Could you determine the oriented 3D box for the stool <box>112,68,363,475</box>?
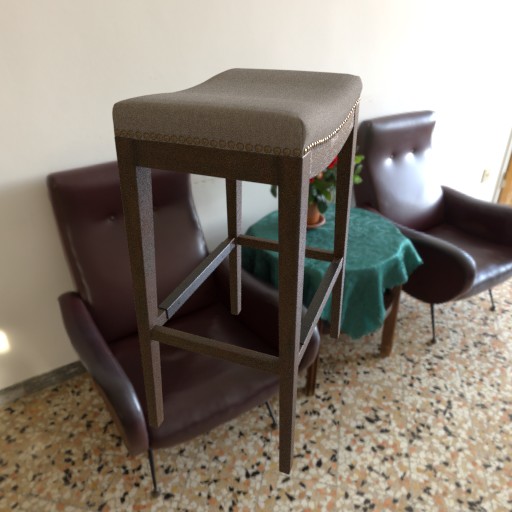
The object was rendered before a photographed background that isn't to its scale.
[{"bbox_3d":[0.000,0.000,1.037,0.356,0.762,0.508,11,31,19],"label":"stool"}]
